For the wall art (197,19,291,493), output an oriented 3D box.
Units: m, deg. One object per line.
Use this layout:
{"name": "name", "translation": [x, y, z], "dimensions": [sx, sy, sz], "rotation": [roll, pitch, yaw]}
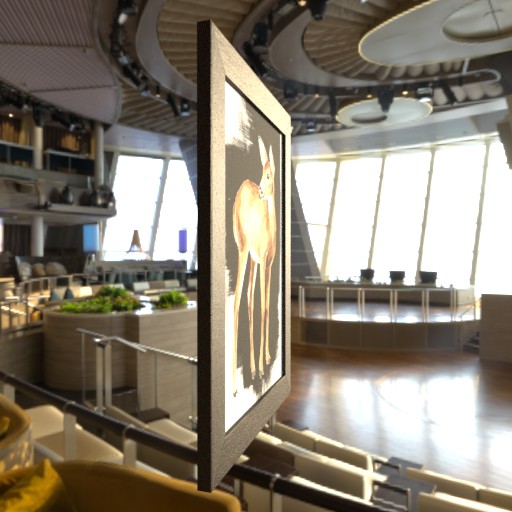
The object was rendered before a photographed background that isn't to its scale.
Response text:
{"name": "wall art", "translation": [0.000, 0.000, 0.653], "dimensions": [0.017, 0.513, 0.359], "rotation": [0, 0, 18]}
